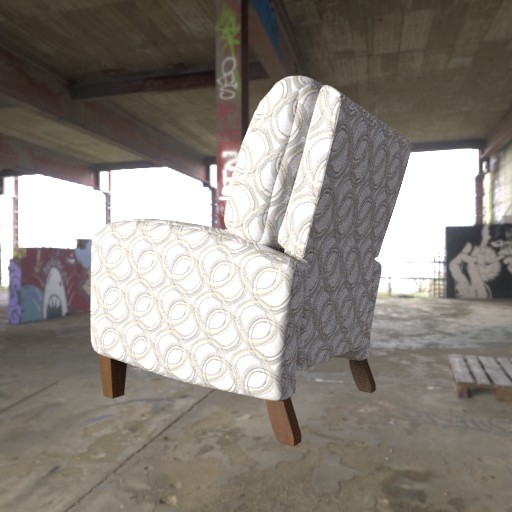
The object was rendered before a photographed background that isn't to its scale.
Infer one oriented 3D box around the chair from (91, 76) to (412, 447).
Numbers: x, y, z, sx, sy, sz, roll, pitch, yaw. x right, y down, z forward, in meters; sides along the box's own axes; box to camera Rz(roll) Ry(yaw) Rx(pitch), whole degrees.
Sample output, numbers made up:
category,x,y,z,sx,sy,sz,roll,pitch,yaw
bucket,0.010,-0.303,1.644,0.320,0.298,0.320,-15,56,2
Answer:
category,x,y,z,sx,sy,sz,roll,pitch,yaw
chair,0.000,0.000,1.701,0.995,1.065,0.796,0,0,36
